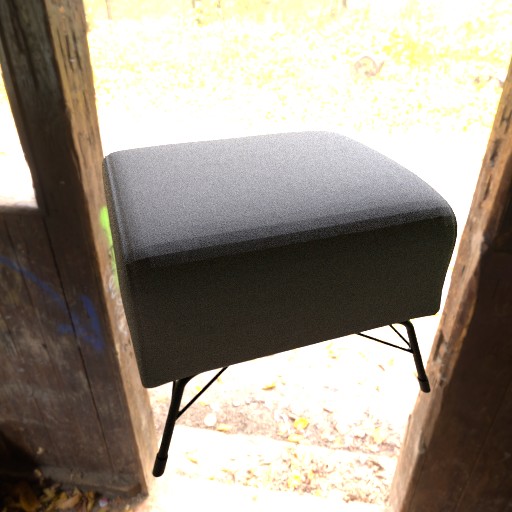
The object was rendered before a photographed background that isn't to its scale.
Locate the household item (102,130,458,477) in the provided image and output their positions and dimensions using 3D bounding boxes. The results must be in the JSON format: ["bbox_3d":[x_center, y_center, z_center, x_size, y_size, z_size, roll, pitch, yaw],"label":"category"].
[{"bbox_3d":[0.000,0.000,0.879,0.530,0.410,0.530,-10,33,-16],"label":"household item"}]
